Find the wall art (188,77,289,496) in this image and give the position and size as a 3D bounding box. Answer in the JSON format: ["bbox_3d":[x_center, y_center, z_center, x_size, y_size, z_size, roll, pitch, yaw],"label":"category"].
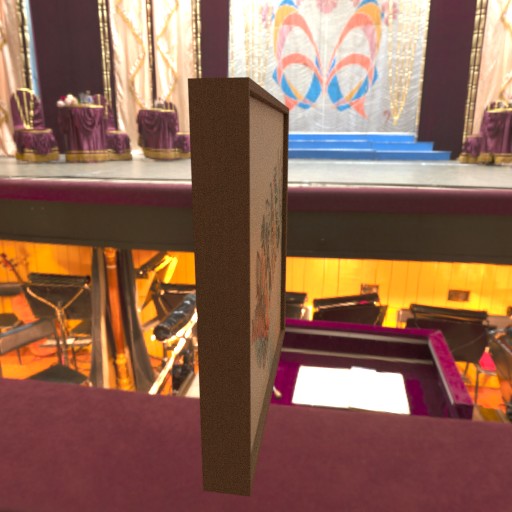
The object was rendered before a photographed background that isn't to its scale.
[{"bbox_3d":[0.000,0.000,0.452,0.038,0.303,0.304,2,15,8],"label":"wall art"}]
